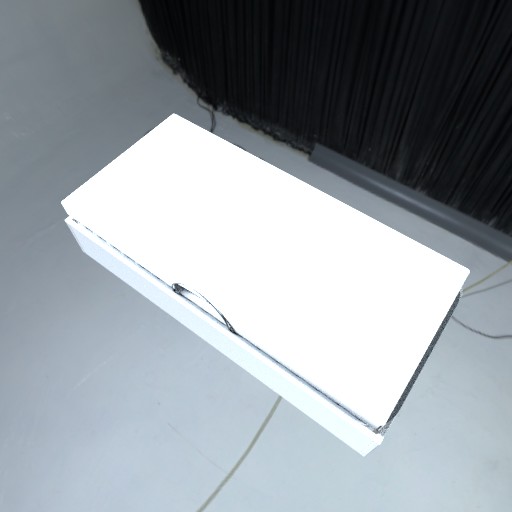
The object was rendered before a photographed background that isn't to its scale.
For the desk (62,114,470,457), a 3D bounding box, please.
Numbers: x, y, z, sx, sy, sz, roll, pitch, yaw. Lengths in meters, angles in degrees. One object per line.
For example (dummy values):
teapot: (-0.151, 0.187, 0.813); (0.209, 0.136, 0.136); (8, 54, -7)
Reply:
desk: (0.000, 0.000, 2.311); (1.900, 0.526, 0.900); (32, 62, 19)
